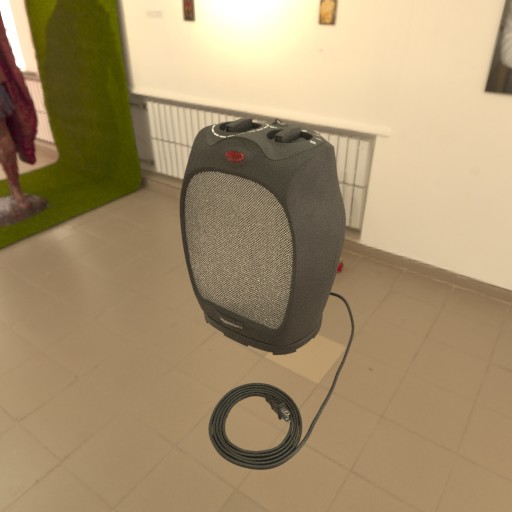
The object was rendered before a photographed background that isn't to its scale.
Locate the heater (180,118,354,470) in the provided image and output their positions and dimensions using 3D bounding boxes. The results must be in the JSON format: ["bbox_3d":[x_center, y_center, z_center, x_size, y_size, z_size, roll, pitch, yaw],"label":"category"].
[{"bbox_3d":[0.000,0.000,0.480,0.239,0.255,0.291,20,36,29],"label":"heater"}]
